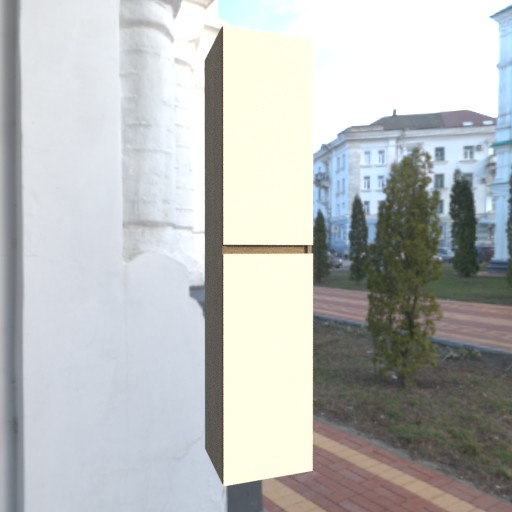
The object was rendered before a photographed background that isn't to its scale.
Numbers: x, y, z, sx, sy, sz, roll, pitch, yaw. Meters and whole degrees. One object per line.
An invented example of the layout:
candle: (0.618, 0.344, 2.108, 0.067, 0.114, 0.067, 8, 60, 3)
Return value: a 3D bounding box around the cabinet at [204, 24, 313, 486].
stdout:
cabinet: (0.000, 0.000, 1.518, 0.300, 1.400, 0.270, 0, 1, -18)
